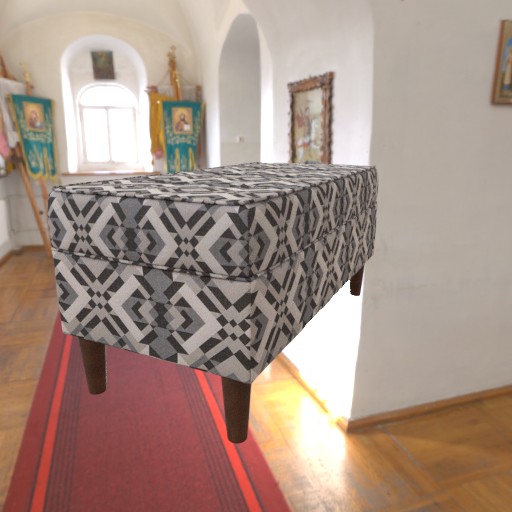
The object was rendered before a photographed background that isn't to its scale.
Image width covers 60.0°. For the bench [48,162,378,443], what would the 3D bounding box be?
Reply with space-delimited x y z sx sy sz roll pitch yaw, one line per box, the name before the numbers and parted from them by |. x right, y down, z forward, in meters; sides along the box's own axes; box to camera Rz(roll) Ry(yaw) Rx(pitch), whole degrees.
bench | 0.000 0.000 1.293 0.492 0.477 1.016 8 17 26
